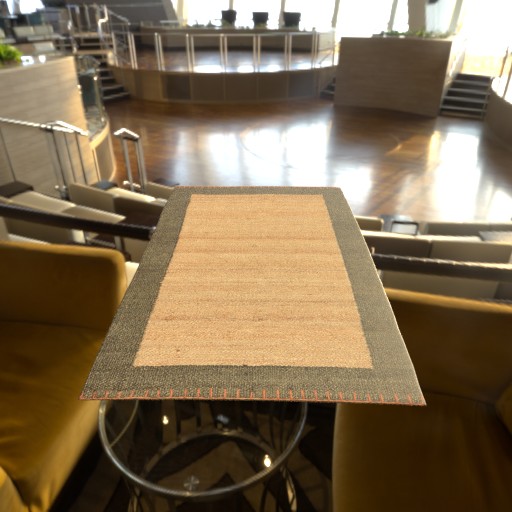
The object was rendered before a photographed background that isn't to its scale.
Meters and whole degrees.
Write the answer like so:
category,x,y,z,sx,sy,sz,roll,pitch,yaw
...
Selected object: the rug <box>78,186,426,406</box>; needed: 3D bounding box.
category,x,y,z,sx,sy,sz,roll,pitch,yaw
rug,0.000,0.000,2.931,1.521,0.006,2.435,1,31,1
